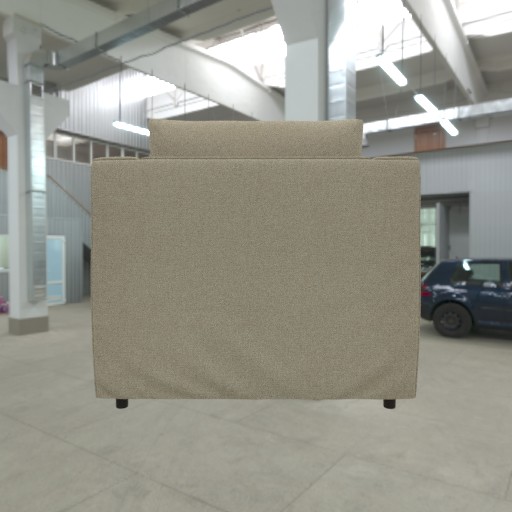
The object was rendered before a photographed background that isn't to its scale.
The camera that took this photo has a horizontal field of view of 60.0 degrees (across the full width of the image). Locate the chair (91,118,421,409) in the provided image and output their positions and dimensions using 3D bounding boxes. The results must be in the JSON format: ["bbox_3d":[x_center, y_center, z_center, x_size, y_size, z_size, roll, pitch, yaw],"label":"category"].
[{"bbox_3d":[0.000,0.000,2.078,1.194,1.093,1.071,0,1,0],"label":"chair"}]
